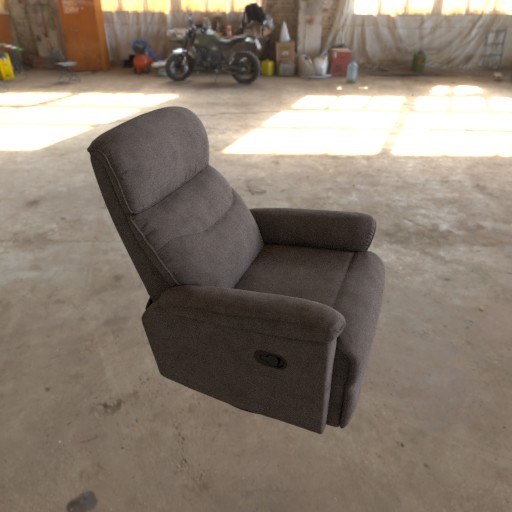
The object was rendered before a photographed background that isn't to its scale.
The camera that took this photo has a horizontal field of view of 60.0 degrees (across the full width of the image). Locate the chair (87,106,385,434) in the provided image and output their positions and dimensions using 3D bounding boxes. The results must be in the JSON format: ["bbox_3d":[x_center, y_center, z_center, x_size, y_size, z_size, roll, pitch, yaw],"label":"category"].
[{"bbox_3d":[0.000,0.000,1.766,1.009,1.036,0.830,11,33,18],"label":"chair"}]
